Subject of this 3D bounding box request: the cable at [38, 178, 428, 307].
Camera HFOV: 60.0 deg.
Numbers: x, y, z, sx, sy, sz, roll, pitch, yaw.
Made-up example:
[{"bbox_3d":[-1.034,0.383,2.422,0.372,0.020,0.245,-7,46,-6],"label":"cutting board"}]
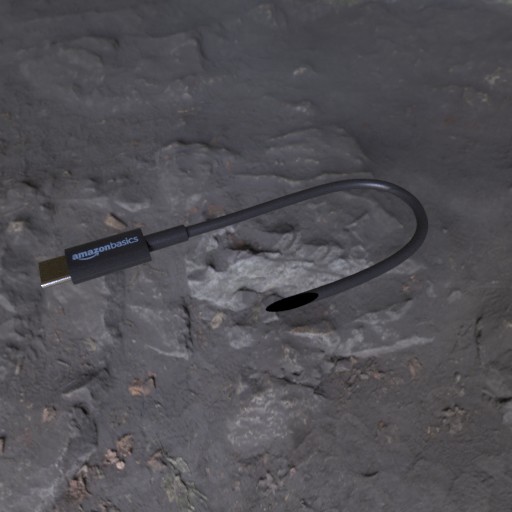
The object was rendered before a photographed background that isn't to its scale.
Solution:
[{"bbox_3d":[0.000,0.000,0.109,0.098,0.005,0.041,-18,51,-16],"label":"cable"}]
